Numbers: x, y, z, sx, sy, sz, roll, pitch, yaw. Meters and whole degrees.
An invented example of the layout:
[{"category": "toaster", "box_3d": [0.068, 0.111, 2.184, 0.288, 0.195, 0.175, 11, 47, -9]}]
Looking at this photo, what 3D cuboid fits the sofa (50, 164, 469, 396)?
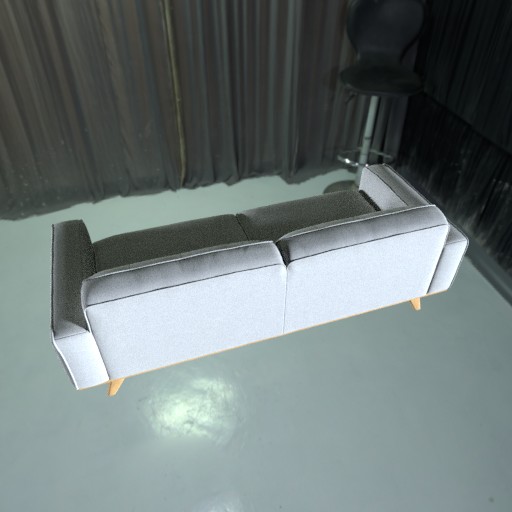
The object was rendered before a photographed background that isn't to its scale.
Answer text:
[{"category": "sofa", "box_3d": [0.000, 0.000, 2.673, 2.270, 0.781, 0.956, -13, 43, -14]}]
